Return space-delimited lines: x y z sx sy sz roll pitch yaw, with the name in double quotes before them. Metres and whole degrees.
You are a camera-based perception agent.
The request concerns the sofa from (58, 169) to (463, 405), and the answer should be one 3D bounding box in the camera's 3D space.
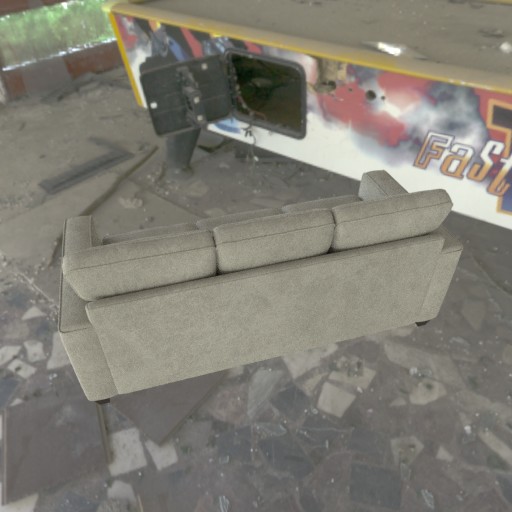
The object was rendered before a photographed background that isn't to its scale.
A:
"sofa" 0.000 0.000 2.640 2.133 0.965 0.939 -11 41 -12
